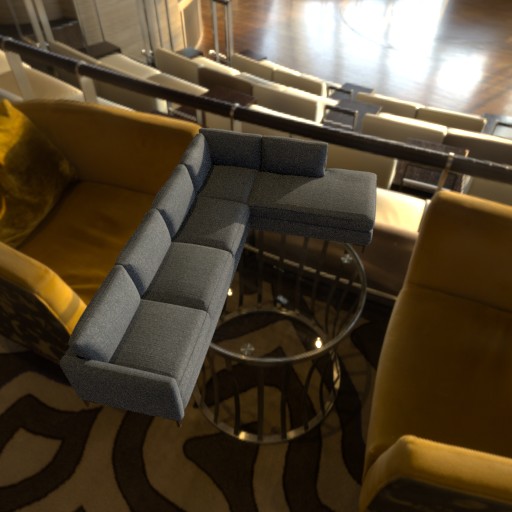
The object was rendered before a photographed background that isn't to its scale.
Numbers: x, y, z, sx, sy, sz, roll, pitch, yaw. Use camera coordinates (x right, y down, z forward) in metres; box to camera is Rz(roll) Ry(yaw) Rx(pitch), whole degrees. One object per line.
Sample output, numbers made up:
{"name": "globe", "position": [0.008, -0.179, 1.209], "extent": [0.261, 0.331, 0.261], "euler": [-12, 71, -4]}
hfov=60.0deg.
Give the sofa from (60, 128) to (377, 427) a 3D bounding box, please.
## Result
{"name": "sofa", "position": [0.000, 0.000, 3.870], "extent": [2.007, 0.815, 2.949], "euler": [9, 46, 9]}
